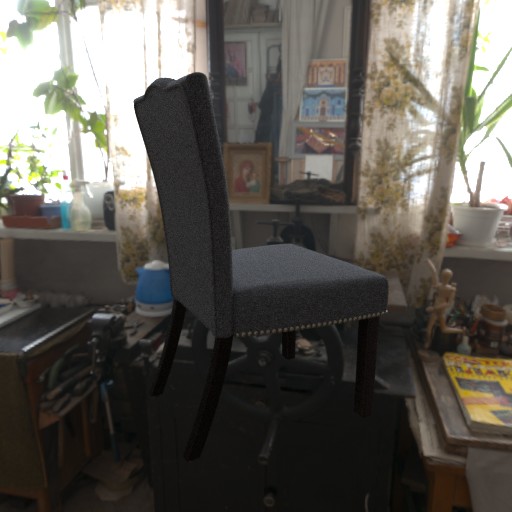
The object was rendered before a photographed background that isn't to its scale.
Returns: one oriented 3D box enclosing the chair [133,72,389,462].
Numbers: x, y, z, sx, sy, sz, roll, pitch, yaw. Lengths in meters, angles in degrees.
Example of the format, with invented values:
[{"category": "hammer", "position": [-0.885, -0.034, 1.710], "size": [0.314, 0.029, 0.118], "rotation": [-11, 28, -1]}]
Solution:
[{"category": "chair", "position": [0.000, 0.000, 1.302], "size": [0.589, 0.946, 0.518], "rotation": [-7, 15, -27]}]
